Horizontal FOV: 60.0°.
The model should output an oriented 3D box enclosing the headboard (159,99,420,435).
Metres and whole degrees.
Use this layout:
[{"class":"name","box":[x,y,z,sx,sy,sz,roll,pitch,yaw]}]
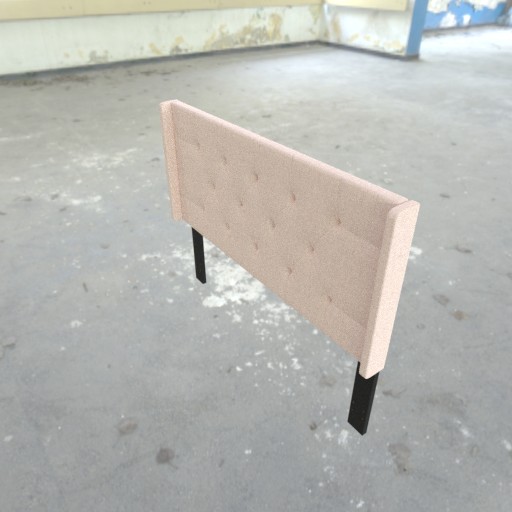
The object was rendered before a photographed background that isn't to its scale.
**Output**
[{"class":"headboard","box":[0.000,0.000,2.819,0.184,1.524,2.051,-21,39,-30]}]
